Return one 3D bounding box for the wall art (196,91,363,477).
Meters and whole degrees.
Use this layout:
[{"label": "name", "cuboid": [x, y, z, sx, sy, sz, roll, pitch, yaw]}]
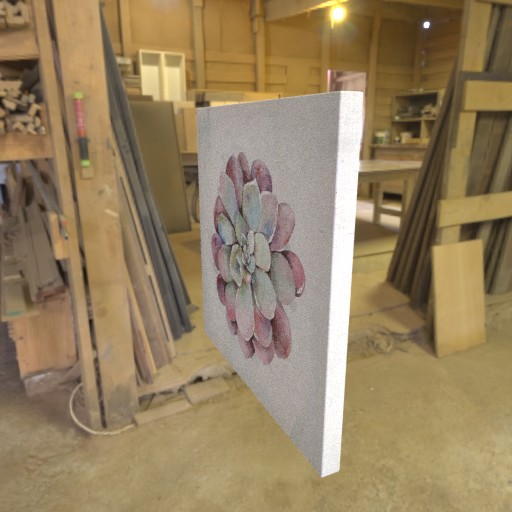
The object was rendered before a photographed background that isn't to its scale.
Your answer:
[{"label": "wall art", "cuboid": [0.000, 0.000, 0.925, 0.044, 0.605, 0.605, -7, 18, -24]}]
